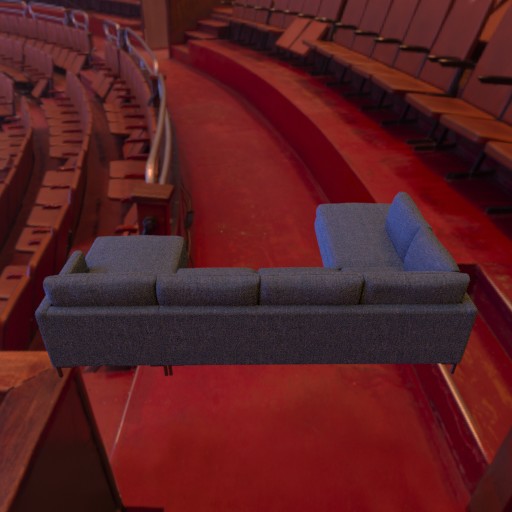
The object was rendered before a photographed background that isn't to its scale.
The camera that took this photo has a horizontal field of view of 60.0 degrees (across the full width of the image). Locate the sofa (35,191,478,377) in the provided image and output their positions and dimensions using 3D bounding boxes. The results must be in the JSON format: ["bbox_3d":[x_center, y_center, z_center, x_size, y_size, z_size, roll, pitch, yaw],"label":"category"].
[{"bbox_3d":[0.000,0.000,3.547,2.737,0.753,1.879,0,32,0],"label":"sofa"}]
